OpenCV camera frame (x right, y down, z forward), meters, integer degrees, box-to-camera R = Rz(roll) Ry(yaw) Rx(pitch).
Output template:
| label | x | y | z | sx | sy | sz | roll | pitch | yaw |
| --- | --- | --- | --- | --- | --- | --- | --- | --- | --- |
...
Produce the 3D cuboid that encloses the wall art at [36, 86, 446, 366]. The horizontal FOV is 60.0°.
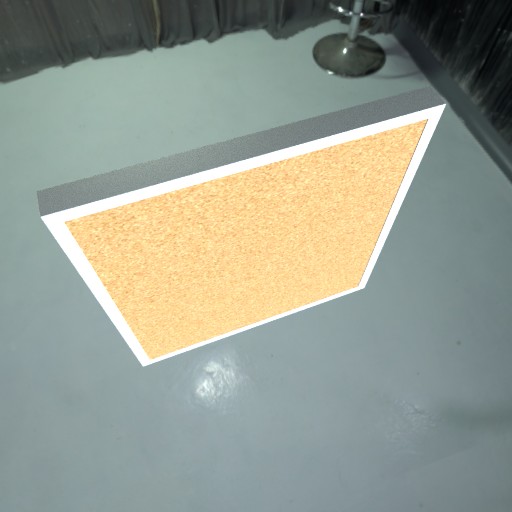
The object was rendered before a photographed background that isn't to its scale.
| label | x | y | z | sx | sy | sz | roll | pitch | yaw |
| --- | --- | --- | --- | --- | --- | --- | --- | --- | --- |
| wall art | 0.000 | 0.000 | 0.744 | 0.506 | 0.505 | 0.038 | -18 | 60 | -11 |
